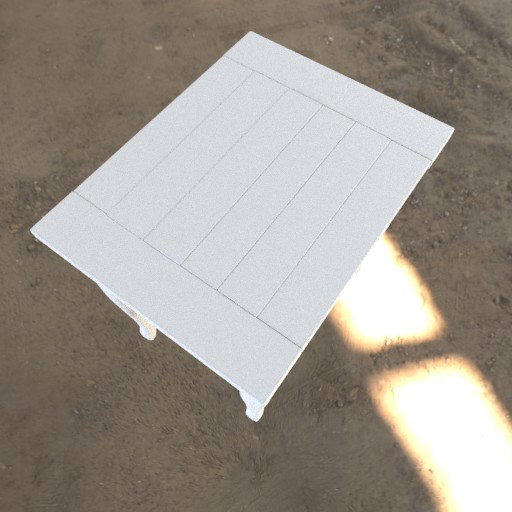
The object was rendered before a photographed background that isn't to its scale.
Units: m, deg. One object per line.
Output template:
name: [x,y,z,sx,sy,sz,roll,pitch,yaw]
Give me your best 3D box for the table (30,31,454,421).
table: [0.000,0.000,1.024,0.463,0.605,0.599,33,67,16]
